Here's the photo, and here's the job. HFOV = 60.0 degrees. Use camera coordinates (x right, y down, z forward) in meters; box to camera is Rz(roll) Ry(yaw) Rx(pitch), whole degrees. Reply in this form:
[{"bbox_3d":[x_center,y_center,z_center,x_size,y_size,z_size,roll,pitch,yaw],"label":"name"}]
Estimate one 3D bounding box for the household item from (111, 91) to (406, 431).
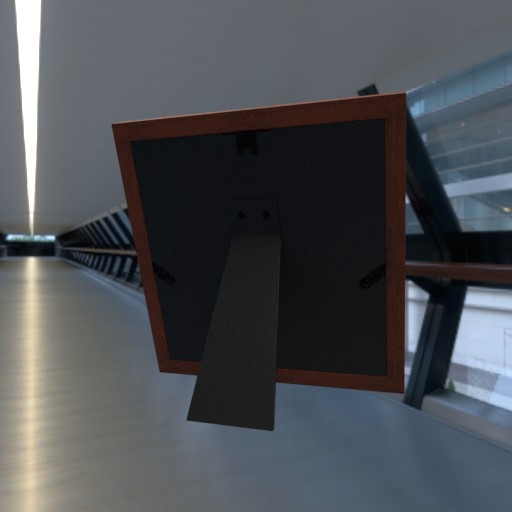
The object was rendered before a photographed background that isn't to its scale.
[{"bbox_3d":[0.000,0.000,0.375,0.240,0.240,0.131,0,0,18],"label":"household item"}]
